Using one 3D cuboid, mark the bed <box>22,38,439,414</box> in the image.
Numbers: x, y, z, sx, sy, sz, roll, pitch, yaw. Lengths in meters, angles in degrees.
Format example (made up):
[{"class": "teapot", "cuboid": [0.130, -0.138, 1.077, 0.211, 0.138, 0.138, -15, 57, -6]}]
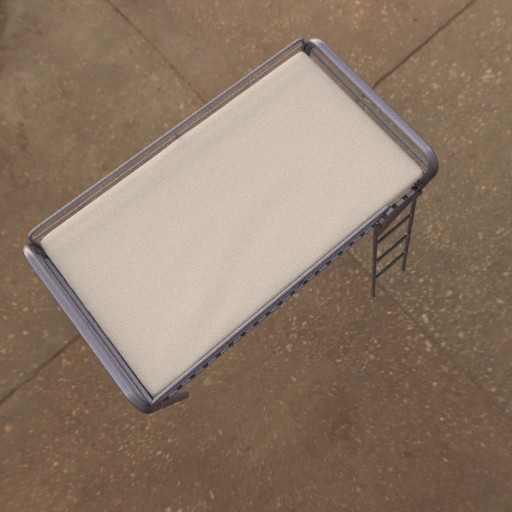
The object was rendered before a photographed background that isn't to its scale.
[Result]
[{"class": "bed", "cuboid": [0.000, 0.000, 2.822, 1.965, 1.288, 1.415, -39, 79, -9]}]
